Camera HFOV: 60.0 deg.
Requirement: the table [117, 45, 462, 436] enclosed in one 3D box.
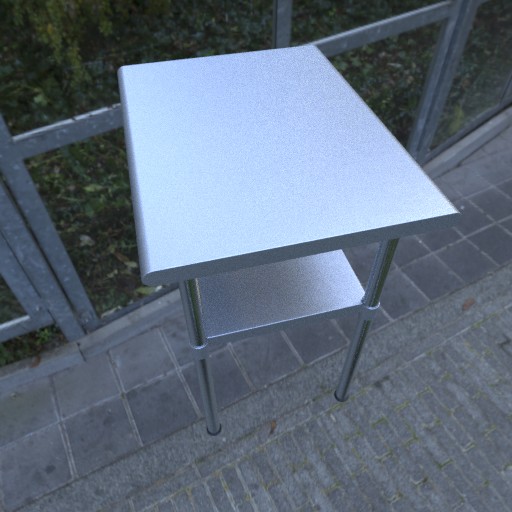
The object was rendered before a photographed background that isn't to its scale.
[{"bbox_3d":[0.000,0.000,1.324,0.584,0.876,0.762,-11,48,-10],"label":"table"}]
